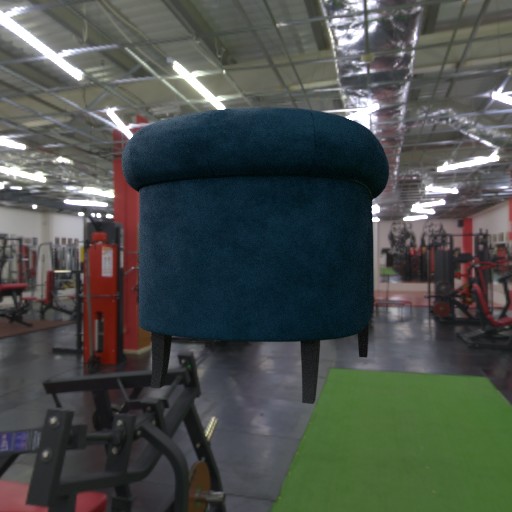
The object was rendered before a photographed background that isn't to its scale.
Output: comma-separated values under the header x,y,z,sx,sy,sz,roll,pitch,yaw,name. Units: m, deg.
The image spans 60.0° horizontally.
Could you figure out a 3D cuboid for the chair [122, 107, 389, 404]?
x,y,z,sx,sy,sz,roll,pitch,yaw,name
0.000,0.000,1.579,0.904,0.826,0.851,0,0,18,chair
